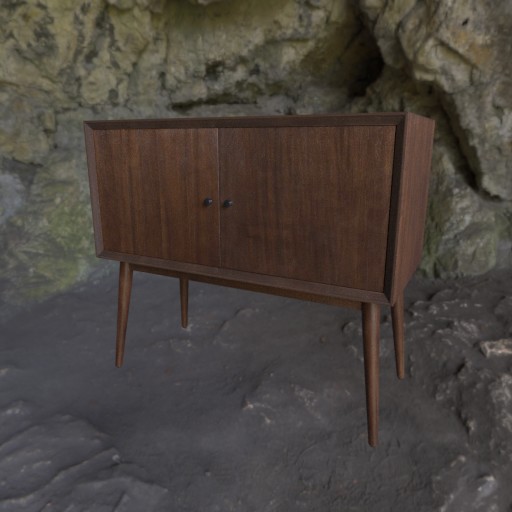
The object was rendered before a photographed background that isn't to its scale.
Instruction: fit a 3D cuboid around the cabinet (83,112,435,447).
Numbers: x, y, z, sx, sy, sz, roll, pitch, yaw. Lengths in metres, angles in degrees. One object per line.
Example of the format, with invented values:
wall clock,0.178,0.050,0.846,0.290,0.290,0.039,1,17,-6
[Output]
cabinet,0.000,0.000,1.117,0.743,0.654,0.354,8,17,27
